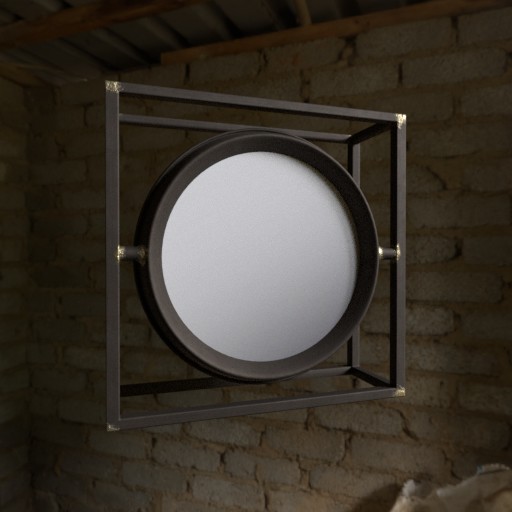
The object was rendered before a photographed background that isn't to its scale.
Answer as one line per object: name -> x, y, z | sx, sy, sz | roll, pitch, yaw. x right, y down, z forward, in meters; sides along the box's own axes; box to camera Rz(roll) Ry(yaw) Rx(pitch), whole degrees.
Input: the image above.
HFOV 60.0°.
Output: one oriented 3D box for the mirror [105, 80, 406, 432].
mirror -> 0.000, 0.000, 0.476 | 0.306, 0.303, 0.107 | 0, 1, -18
